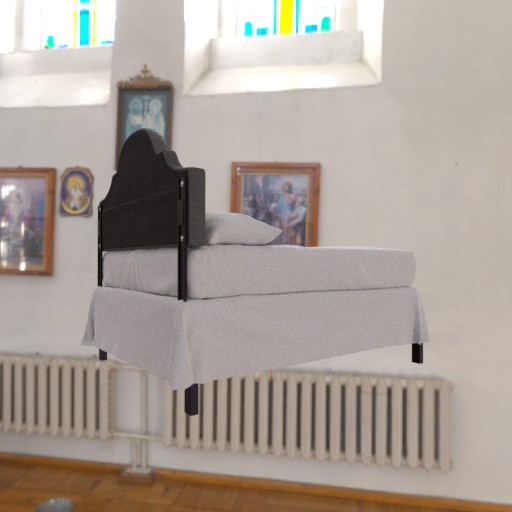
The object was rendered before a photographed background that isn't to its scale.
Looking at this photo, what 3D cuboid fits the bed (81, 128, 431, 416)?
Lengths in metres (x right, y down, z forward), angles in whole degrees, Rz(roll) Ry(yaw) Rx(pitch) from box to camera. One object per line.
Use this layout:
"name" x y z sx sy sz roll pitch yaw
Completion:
"bed" 0.000 0.000 3.452 2.222 1.634 1.780 0 -1 -36
